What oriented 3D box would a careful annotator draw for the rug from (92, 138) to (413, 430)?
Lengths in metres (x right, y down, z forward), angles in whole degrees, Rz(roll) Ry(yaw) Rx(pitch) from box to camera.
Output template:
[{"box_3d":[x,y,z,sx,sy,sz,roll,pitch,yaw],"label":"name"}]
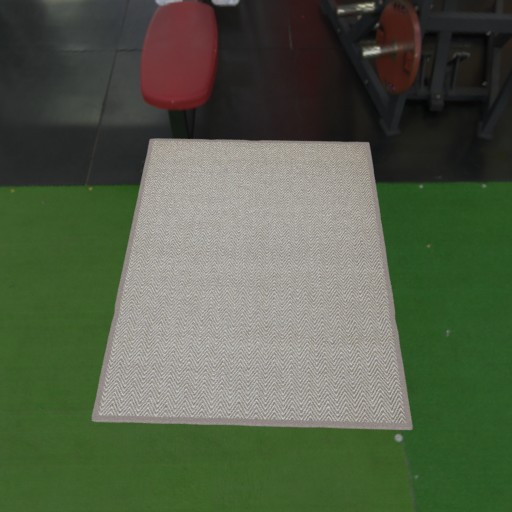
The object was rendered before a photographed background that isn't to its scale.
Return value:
[{"box_3d":[0.000,0.000,4.130,2.434,0.032,3.007,1,58,1],"label":"rug"}]
